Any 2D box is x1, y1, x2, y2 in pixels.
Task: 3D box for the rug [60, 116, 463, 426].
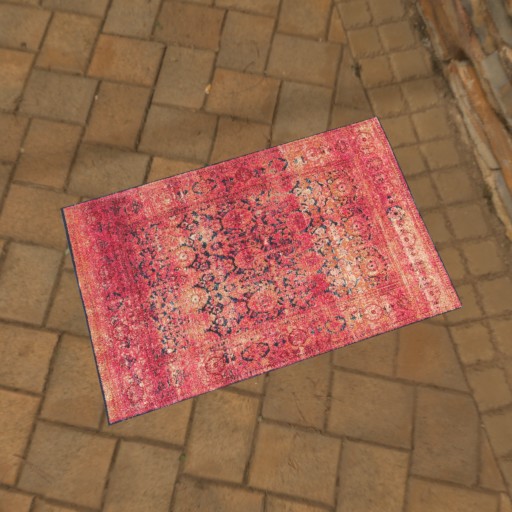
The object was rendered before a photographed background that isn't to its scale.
[{"bbox_3d":[0.000,0.000,3.072,2.449,0.018,1.539,-17,75,-5],"label":"rug"}]
